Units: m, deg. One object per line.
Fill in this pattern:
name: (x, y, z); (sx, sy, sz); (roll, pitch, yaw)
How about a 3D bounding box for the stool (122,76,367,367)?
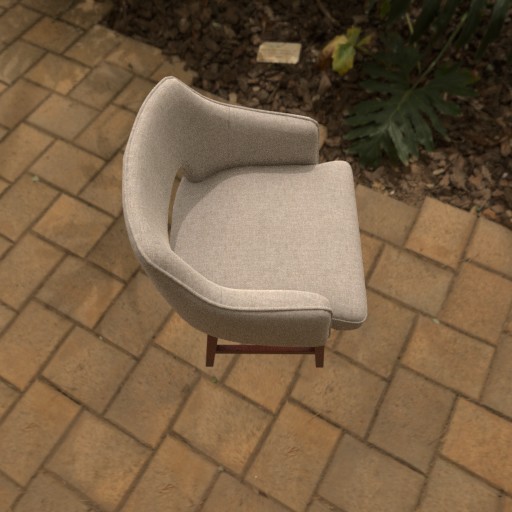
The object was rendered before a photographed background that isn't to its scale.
stool: (0.000, 0.000, 1.319); (0.558, 0.944, 0.599); (0, 64, 0)
